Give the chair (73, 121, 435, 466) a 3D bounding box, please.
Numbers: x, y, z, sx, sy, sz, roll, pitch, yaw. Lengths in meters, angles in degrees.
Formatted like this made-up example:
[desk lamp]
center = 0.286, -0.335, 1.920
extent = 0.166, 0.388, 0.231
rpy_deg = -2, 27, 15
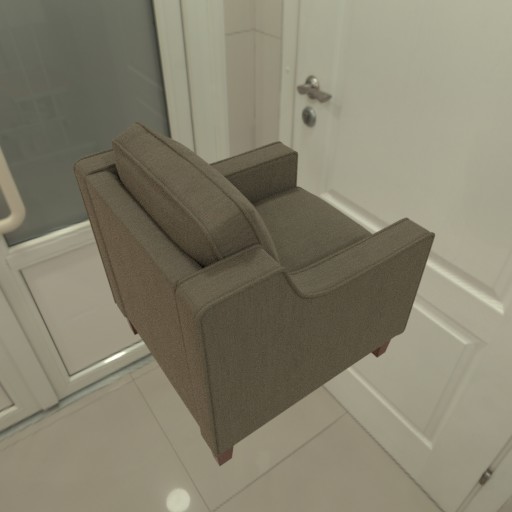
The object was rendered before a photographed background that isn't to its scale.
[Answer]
[chair]
center = 0.000, 0.000, 1.627
extent = 0.909, 0.960, 0.831
rpy_deg = -25, 46, -26
